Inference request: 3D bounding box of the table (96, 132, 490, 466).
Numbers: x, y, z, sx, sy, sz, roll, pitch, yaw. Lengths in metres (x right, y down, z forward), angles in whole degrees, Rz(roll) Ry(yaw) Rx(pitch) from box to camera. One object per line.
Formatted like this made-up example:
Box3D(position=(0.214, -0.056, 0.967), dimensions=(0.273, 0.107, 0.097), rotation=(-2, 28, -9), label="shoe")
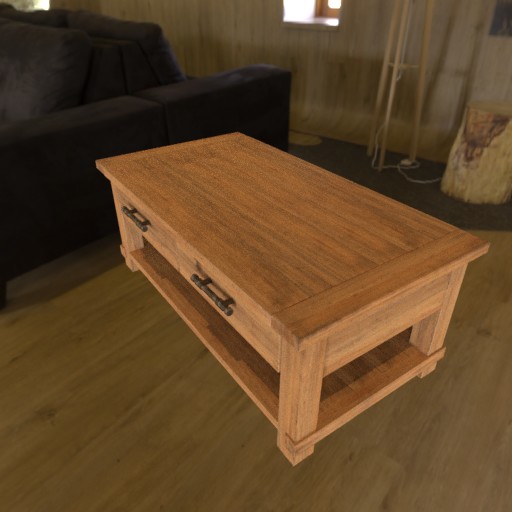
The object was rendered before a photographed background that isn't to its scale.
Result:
Box3D(position=(0.000, 0.000, 1.617), dimensions=(0.693, 0.494, 1.270), rotation=(-20, 37, -29), label="table")
